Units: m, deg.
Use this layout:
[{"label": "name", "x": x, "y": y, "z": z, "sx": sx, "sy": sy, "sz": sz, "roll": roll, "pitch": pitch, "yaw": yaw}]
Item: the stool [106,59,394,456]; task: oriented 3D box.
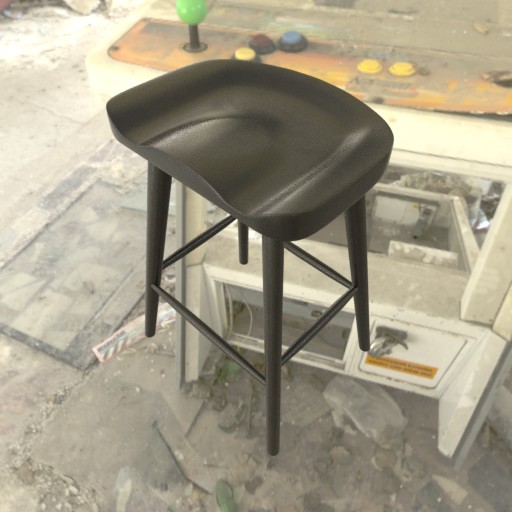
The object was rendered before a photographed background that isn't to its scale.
[{"label": "stool", "x": 0.000, "y": 0.000, "z": 0.875, "sx": 0.440, "sy": 0.615, "sz": 0.361, "roll": 35, "pitch": 56, "yaw": 28}]
